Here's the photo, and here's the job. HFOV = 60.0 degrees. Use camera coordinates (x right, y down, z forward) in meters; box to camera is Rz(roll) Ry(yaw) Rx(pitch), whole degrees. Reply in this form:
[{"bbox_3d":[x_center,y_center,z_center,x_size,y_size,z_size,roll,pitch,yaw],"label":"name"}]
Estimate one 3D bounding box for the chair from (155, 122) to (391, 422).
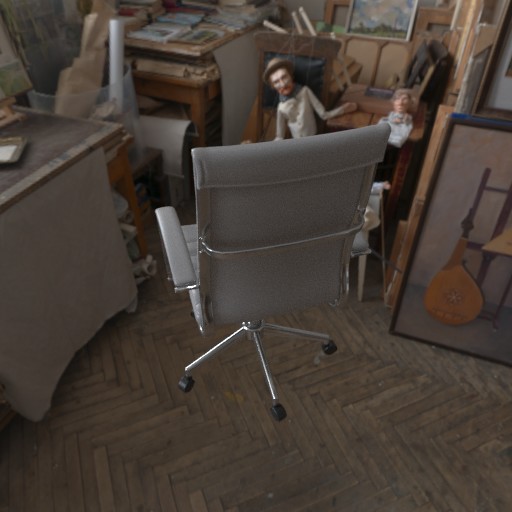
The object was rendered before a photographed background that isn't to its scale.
[{"bbox_3d":[0.000,0.000,1.518,0.679,1.149,0.667,-11,42,-12],"label":"chair"}]
